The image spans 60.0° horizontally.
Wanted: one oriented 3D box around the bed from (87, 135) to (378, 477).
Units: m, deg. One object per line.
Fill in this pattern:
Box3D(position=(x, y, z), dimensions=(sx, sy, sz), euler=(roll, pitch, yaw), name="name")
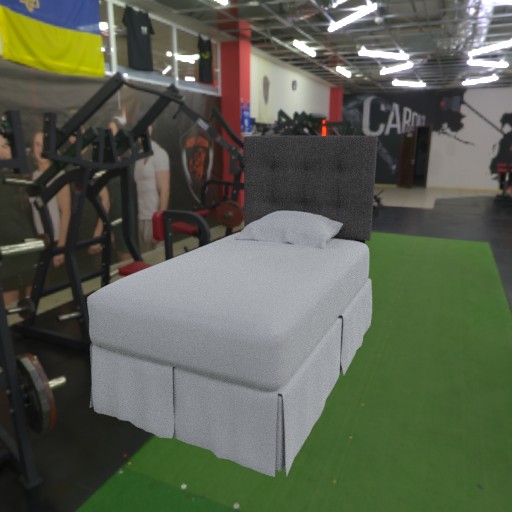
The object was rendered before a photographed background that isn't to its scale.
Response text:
Box3D(position=(0.000, 0.000, 2.988), dimensions=(1.261, 1.571, 1.997), euler=(7, 17, 25), name="bed")
